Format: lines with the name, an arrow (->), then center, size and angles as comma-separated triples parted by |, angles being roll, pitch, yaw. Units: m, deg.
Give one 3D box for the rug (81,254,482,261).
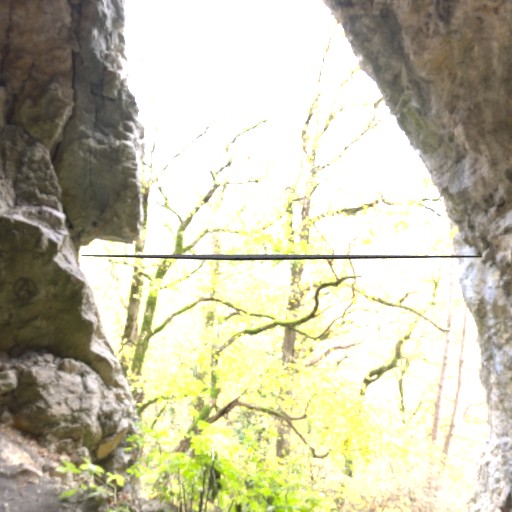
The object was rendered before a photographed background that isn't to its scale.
rug -> 0.000, 0.000, 4.202 | 2.441, 0.017, 3.050 | 0, 1, -35
